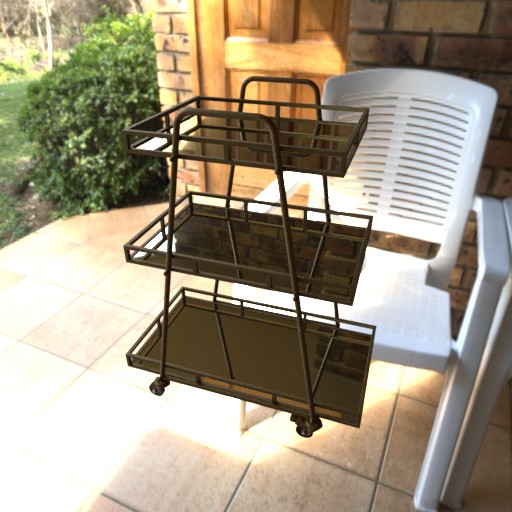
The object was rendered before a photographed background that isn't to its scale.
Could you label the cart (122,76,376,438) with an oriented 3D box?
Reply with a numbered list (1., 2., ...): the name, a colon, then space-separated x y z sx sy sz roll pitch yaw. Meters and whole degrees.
1. cart: 0.000 0.000 1.246 0.711 0.883 0.441 10 33 16
